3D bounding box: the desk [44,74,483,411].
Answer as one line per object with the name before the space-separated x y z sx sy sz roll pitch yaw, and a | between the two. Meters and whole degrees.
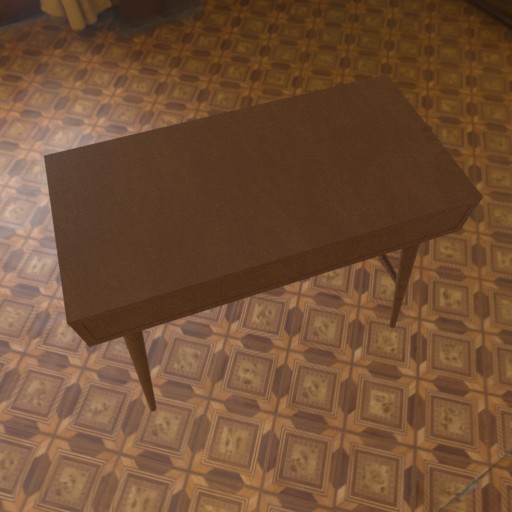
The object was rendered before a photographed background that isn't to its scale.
desk | 0.000 0.000 1.387 0.949 0.758 0.510 -17 60 -10
